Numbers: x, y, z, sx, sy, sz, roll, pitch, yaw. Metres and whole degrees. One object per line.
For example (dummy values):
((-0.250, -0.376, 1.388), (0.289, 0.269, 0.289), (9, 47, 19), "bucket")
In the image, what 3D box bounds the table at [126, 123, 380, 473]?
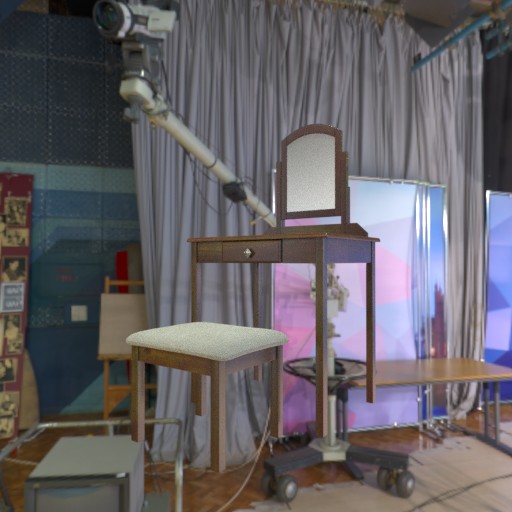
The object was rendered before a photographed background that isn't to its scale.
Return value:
((0.000, 0.000, 2.275), (0.876, 1.631, 1.211), (0, -1, 36), "table")
